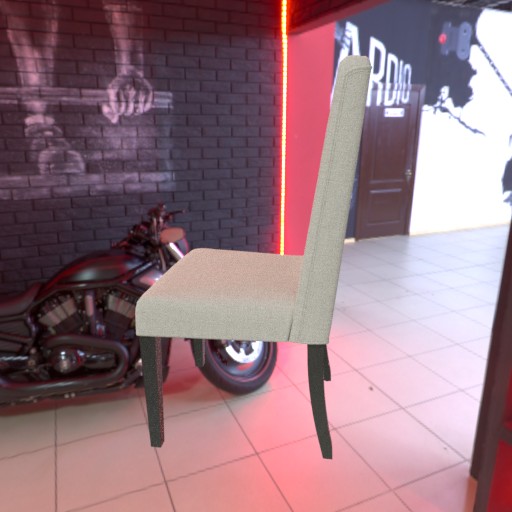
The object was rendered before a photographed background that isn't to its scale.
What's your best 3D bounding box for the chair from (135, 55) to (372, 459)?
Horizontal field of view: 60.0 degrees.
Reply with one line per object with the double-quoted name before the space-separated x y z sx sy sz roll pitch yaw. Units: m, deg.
"chair" 0.000 0.000 1.224 0.523 0.961 0.474 2 16 8
